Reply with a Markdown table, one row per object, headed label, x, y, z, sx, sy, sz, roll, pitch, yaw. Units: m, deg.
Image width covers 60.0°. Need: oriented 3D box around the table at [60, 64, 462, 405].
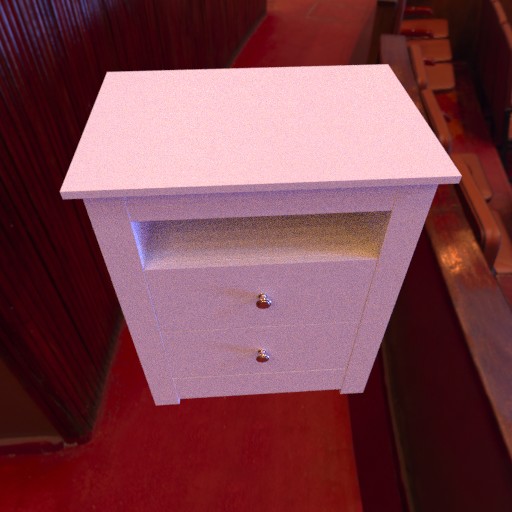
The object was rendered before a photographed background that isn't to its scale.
| label | x | y | z | sx | sy | sz | roll | pitch | yaw |
| --- | --- | --- | --- | --- | --- | --- | --- | --- | --- |
| table | 0.000 | 0.000 | 1.041 | 0.589 | 0.711 | 0.406 | -3 | 46 | -3 |
